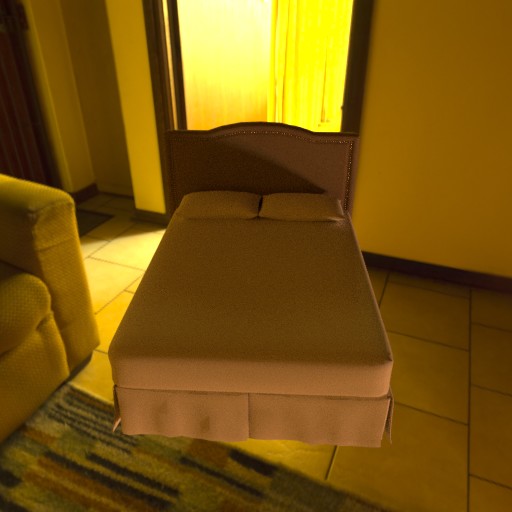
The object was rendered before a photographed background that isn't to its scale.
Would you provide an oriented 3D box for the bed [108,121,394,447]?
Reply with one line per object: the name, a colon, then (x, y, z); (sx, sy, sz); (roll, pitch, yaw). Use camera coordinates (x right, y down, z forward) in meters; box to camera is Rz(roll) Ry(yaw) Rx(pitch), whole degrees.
bed: (0.000, 0.000, 3.239); (1.744, 1.441, 2.128); (1, 31, 2)
